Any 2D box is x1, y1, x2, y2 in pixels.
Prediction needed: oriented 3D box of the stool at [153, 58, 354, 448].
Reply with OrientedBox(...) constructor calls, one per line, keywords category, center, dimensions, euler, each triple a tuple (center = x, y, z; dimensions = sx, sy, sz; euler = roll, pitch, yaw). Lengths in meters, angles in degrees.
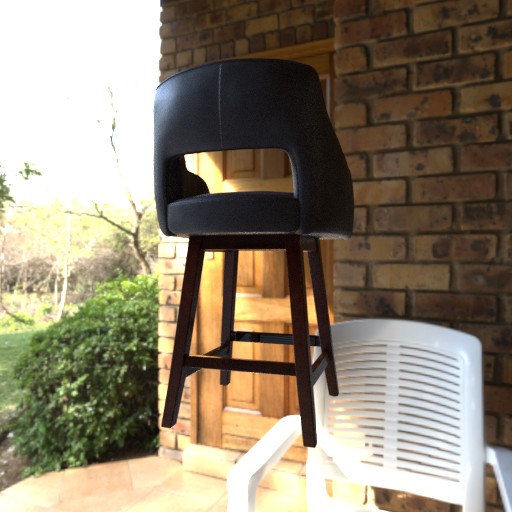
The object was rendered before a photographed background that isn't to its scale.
OrientedBox(category="stool", center=(0.000, 0.000, 1.314), dimensions=(0.550, 0.936, 0.560), euler=(0, 0, 18))
